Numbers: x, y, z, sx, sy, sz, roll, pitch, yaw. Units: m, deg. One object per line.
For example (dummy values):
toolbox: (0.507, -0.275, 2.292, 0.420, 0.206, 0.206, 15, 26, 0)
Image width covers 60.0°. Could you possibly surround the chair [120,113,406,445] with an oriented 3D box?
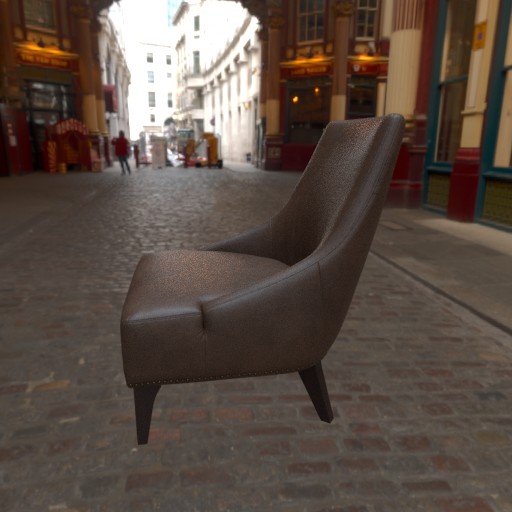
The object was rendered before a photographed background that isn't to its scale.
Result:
chair: (0.000, 0.000, 1.509, 0.861, 0.909, 0.701, -2, 15, -9)
